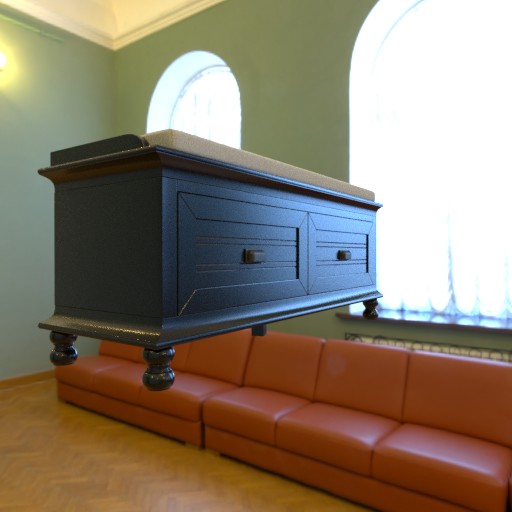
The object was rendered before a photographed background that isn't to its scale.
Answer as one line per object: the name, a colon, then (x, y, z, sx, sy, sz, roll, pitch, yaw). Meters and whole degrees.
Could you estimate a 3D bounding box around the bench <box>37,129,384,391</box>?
bench: (0.000, 0.000, 1.395, 0.402, 0.501, 1.185, 0, 0, 35)
